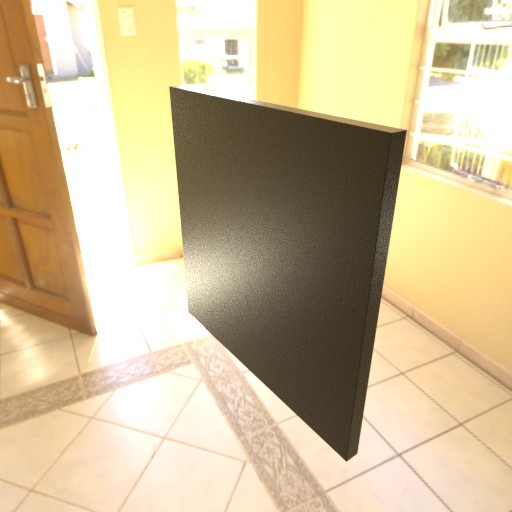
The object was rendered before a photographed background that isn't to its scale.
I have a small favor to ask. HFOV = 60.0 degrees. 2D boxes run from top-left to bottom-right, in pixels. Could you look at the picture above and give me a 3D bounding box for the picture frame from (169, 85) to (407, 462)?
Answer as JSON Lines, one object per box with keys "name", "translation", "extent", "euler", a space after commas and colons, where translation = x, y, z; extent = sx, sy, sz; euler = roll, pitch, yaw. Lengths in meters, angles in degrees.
{"name": "picture frame", "translation": [0.000, 0.000, 0.841], "extent": [0.029, 0.557, 0.559], "euler": [-19, 33, -32]}
